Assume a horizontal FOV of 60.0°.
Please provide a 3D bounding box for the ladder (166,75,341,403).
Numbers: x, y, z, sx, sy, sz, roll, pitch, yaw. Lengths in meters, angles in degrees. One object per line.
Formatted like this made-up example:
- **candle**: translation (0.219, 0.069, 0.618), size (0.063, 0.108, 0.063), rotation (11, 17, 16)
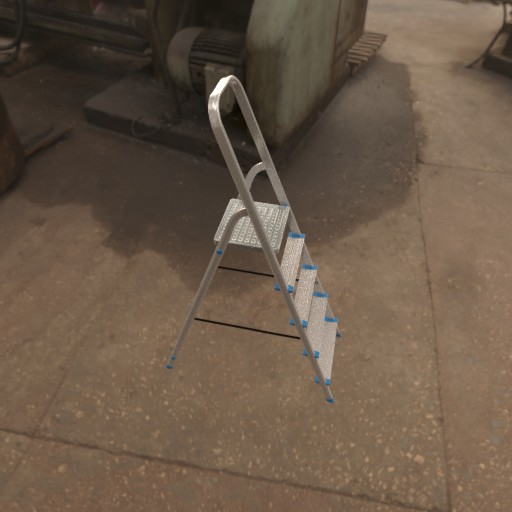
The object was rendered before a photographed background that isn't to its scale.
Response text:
- **ladder**: translation (0.000, 0.000, 2.110), size (0.990, 1.648, 0.468), rotation (9, 46, 9)
